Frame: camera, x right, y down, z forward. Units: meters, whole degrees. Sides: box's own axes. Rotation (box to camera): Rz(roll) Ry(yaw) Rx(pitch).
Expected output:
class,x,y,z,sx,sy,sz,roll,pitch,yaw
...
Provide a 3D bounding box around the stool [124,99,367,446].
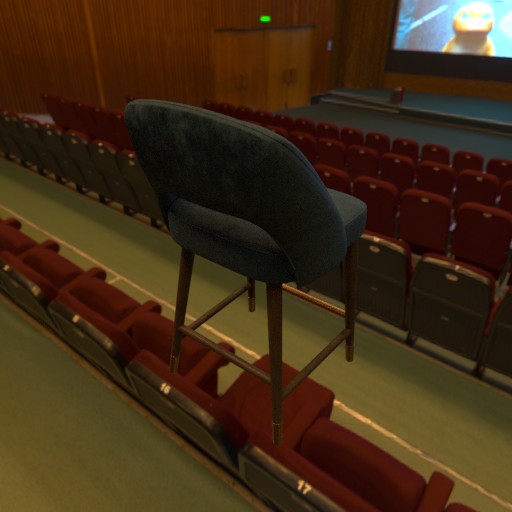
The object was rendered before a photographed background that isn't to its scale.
class,x,y,z,sx,sy,sz,roll,pitch,yaw
stool,0.000,0.000,1.268,0.536,0.925,0.524,23,38,32
